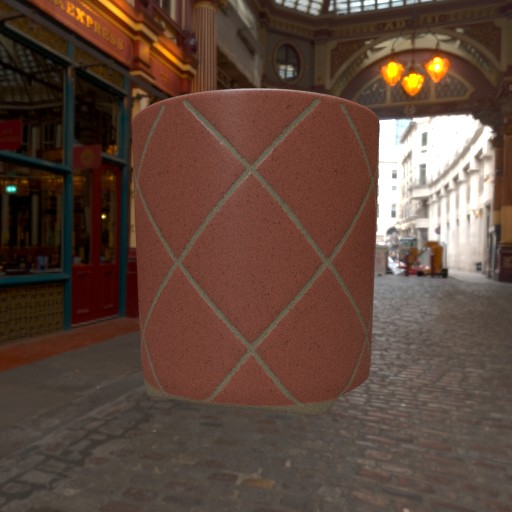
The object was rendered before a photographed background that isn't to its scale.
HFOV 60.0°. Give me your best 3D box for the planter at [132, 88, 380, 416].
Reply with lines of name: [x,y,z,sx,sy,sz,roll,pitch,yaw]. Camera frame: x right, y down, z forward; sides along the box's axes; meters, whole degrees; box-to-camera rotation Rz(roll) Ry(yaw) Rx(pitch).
planter: [0.000,0.000,0.355,0.191,0.200,0.191,0,1,0]
